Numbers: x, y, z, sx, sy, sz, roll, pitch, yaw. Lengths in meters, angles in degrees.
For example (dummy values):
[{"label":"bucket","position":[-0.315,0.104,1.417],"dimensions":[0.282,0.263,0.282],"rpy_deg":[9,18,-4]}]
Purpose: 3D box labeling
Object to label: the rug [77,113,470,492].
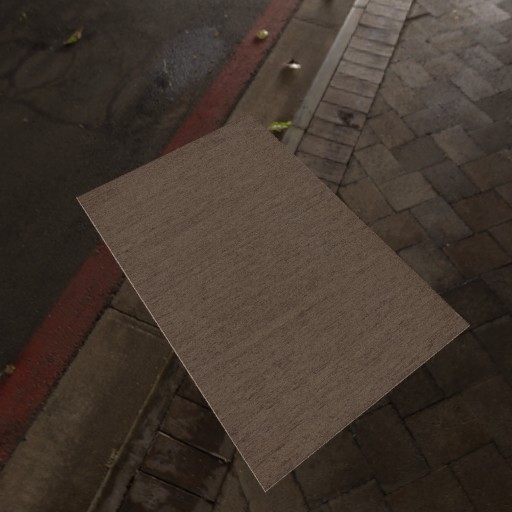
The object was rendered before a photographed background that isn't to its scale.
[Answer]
[{"label":"rug","position":[0.000,0.000,2.346],"dimensions":[1.225,0.013,1.840],"rpy_deg":[-31,63,-18]}]
